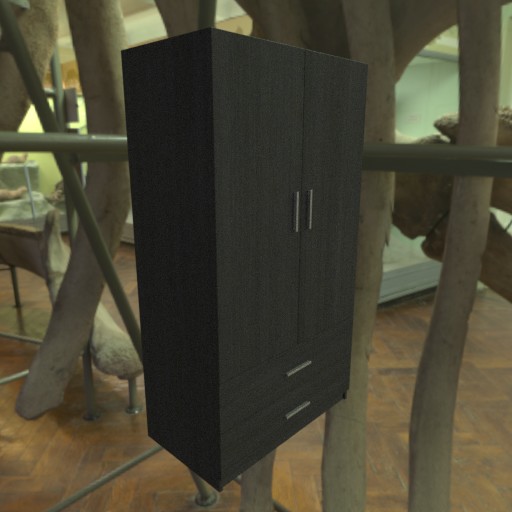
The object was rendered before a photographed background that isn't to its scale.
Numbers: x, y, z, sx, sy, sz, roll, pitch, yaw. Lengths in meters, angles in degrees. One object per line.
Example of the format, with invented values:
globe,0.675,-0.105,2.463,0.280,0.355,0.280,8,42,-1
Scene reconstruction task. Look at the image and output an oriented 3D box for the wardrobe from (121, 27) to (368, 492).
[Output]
wardrobe,0.000,0.000,2.181,0.577,1.808,0.991,14,20,42
